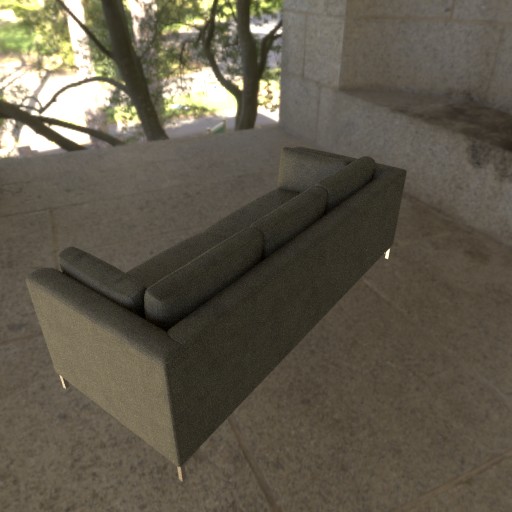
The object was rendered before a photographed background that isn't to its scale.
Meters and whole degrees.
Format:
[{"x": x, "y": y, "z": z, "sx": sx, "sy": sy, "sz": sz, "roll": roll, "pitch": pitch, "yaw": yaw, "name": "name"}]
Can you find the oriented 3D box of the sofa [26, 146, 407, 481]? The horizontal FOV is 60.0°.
[{"x": 0.000, "y": 0.000, "z": 2.826, "sx": 0.969, "sy": 0.867, "sz": 2.415, "roll": 21, "pitch": 38, "yaw": 30, "name": "sofa"}]
